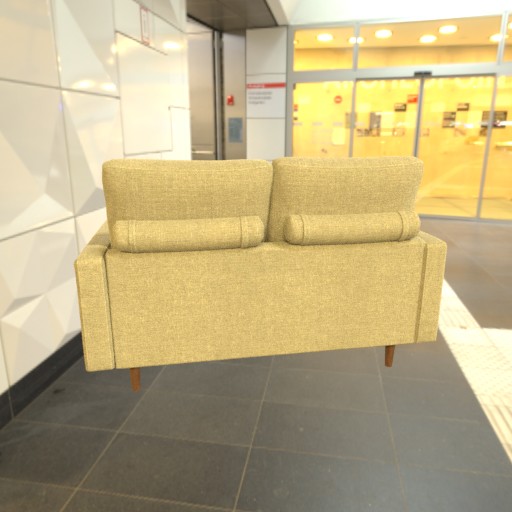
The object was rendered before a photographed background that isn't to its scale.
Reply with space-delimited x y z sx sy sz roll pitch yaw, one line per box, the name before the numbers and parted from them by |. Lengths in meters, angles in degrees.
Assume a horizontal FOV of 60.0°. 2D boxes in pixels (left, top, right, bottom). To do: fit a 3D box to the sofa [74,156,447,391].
sofa | 0.000 0.000 2.019 1.407 0.907 0.842 -3 16 -10
